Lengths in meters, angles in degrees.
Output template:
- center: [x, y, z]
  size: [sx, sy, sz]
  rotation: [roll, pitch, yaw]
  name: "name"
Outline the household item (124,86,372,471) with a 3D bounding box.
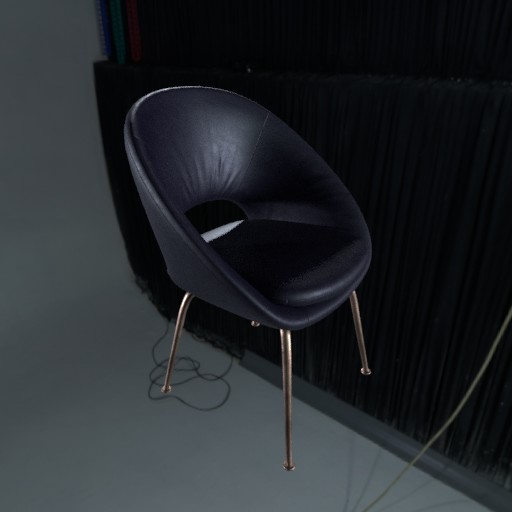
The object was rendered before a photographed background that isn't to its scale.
- center: [0.000, 0.000, 1.227]
  size: [0.573, 0.852, 0.623]
  rotation: [18, 31, 33]
  name: "household item"
